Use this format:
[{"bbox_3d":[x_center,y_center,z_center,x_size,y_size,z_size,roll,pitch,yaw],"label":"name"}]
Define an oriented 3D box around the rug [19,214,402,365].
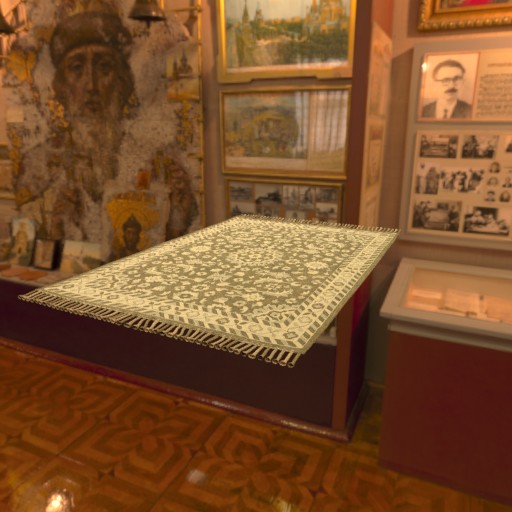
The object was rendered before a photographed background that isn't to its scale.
[{"bbox_3d":[0.000,0.000,2.978,1.530,0.025,2.431,8,18,25],"label":"rug"}]
